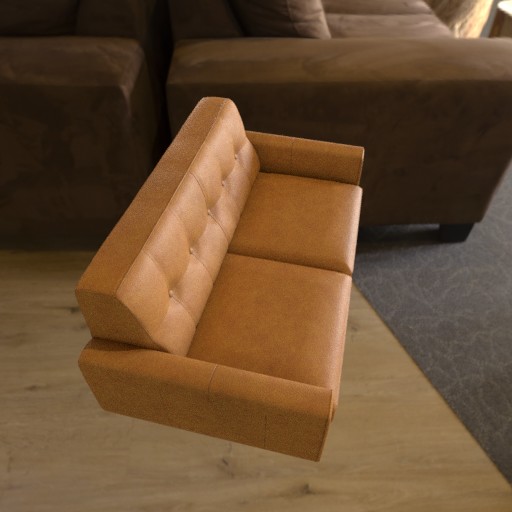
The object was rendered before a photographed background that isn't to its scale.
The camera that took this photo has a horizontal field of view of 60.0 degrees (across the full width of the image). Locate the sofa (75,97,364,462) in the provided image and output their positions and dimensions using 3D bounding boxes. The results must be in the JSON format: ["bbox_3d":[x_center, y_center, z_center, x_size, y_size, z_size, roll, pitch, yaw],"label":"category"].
[{"bbox_3d":[0.000,0.000,2.182,0.952,0.925,1.651,10,47,9],"label":"sofa"}]
